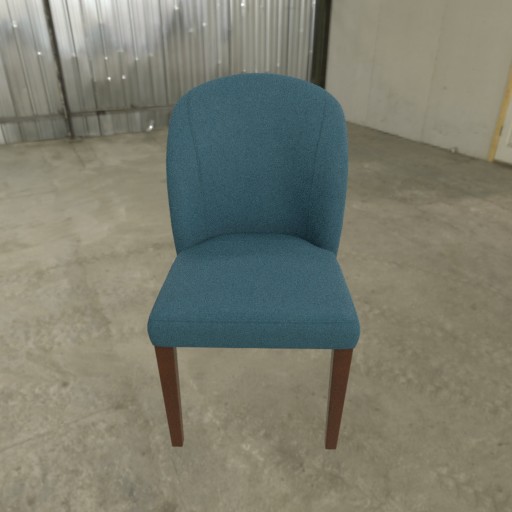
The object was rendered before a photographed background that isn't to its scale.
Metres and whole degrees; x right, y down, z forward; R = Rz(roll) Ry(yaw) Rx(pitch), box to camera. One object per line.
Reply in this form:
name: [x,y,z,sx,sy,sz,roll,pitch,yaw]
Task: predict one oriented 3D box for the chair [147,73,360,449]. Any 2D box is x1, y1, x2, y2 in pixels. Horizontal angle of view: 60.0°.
chair: [0.000,0.000,1.238,0.507,0.879,0.620,1,29,1]
